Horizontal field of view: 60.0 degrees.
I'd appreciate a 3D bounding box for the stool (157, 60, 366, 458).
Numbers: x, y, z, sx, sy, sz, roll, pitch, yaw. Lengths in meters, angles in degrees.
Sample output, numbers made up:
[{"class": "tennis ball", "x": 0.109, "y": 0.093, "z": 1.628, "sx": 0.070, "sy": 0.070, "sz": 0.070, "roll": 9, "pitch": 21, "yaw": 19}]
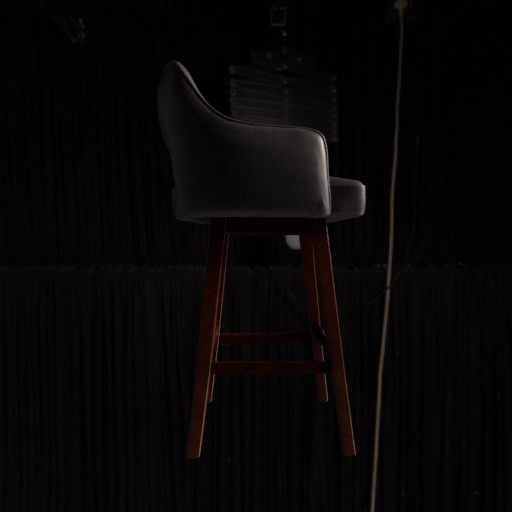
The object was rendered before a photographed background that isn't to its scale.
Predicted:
[{"class": "stool", "x": 0.000, "y": 0.000, "z": 1.349, "sx": 0.560, "sy": 1.041, "sz": 0.550, "roll": 0, "pitch": 2, "yaw": -1}]
